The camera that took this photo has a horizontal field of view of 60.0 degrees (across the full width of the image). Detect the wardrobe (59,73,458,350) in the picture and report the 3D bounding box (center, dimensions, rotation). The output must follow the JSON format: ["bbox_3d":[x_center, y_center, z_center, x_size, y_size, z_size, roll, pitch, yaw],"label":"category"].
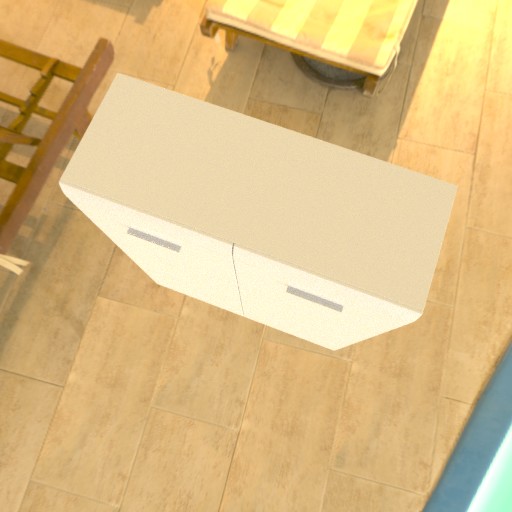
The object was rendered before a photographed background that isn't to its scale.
[{"bbox_3d":[0.000,0.000,1.637,0.900,1.200,0.360,20,75,5],"label":"wardrobe"}]
